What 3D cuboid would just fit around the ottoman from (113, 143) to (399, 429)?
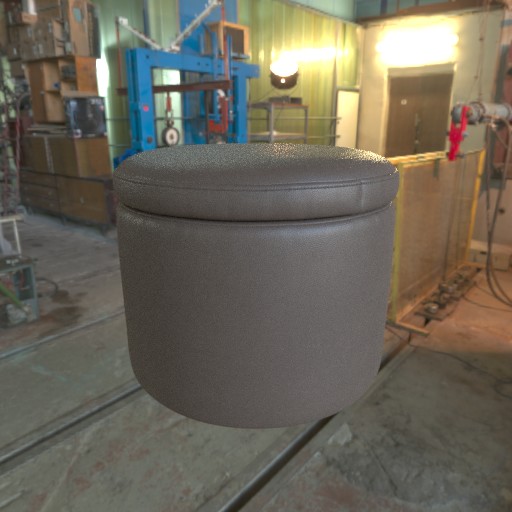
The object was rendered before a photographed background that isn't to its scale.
[{"bbox_3d":[0.000,0.000,0.850,0.500,0.409,0.500,0,17,0],"label":"ottoman"}]
